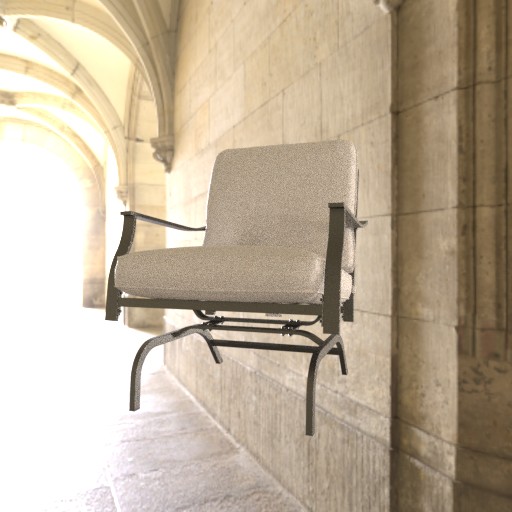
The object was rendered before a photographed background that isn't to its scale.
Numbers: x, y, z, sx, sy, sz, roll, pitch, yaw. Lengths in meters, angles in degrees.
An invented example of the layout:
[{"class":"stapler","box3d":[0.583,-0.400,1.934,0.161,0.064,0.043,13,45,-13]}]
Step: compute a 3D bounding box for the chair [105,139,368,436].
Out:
[{"class":"chair","box3d":[0.000,0.000,1.450,0.650,0.860,0.787,0,0,20]}]
